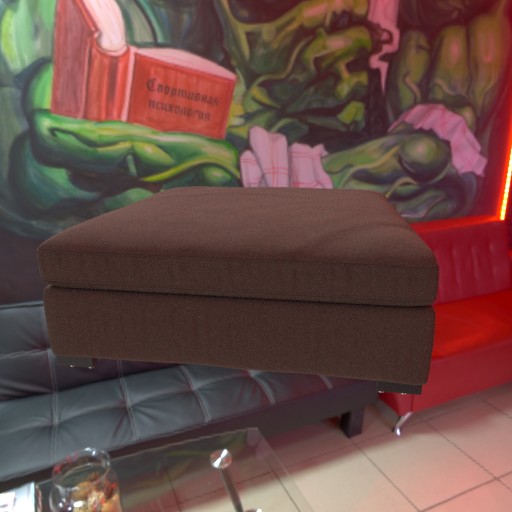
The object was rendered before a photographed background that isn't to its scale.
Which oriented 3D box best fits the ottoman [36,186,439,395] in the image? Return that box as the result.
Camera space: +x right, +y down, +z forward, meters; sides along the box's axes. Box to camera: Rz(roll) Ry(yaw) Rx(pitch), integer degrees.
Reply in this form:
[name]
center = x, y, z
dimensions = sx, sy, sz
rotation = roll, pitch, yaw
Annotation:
[ottoman]
center = 0.000, 0.000, 1.819
dimensions = 1.181, 0.470, 1.181
rotation = 2, 16, 8
